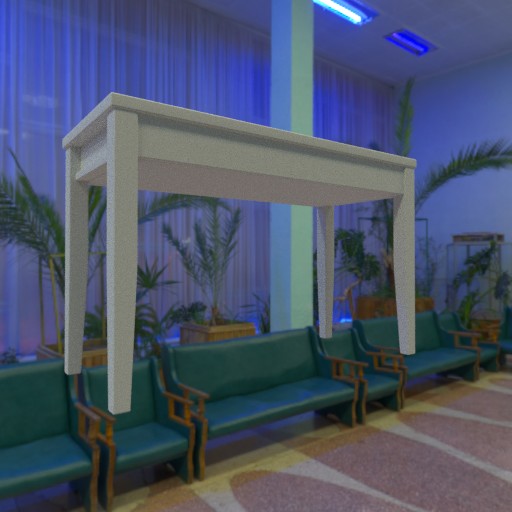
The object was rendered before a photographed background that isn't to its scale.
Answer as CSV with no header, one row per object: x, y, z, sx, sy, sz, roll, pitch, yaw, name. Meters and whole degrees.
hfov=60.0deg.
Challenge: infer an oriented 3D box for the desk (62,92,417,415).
0.000,0.000,1.618,1.220,0.775,0.508,0,-1,-36,desk
